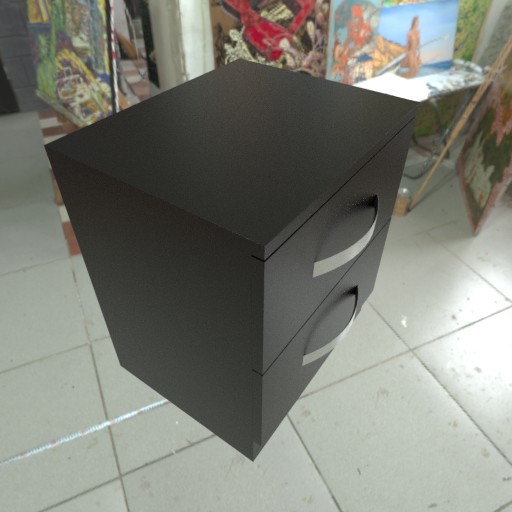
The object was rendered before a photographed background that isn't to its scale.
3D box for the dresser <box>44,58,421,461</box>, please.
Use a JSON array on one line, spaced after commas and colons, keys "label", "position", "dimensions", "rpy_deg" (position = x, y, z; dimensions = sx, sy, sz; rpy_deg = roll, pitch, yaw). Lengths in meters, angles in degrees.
[{"label": "dresser", "position": [0.000, 0.000, 0.748], "dimensions": [0.360, 0.470, 0.400], "rpy_deg": [25, 48, 26]}]
